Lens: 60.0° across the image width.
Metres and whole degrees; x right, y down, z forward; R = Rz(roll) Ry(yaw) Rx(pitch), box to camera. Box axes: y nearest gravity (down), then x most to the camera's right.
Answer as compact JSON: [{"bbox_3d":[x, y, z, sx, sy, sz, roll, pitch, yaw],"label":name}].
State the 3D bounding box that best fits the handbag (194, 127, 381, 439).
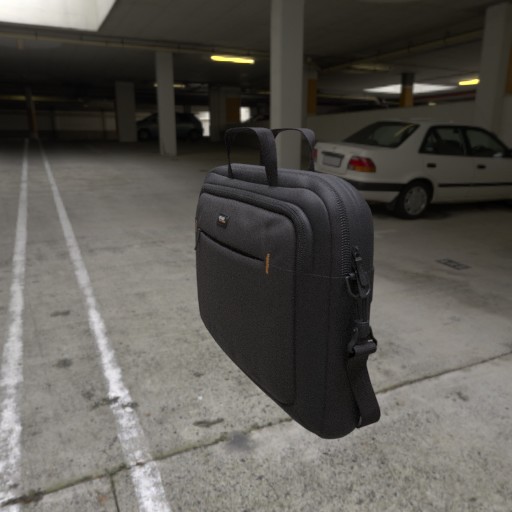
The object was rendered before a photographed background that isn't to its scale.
[{"bbox_3d":[0.000,0.000,0.440,0.089,0.244,0.320,-7,16,-25],"label":"handbag"}]
